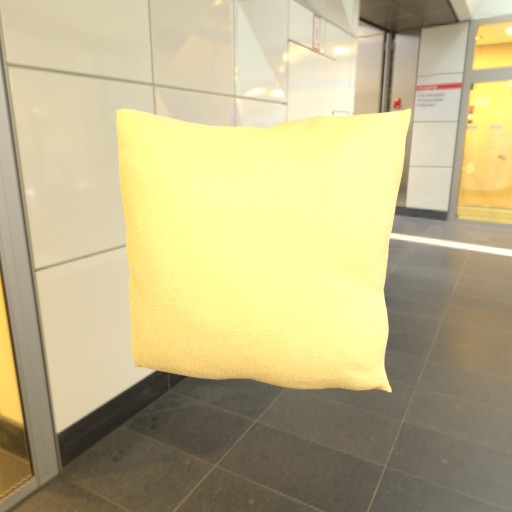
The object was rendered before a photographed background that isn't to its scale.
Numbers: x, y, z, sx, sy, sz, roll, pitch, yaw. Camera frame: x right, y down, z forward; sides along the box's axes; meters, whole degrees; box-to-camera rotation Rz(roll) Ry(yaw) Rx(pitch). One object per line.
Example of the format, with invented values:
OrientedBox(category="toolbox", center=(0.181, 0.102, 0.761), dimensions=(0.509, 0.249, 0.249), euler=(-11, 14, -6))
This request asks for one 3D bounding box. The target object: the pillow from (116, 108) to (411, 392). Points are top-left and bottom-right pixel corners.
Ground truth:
OrientedBox(category="pillow", center=(0.000, 0.000, 0.703), dimensions=(0.450, 0.448, 0.245), euler=(3, 15, 9))
